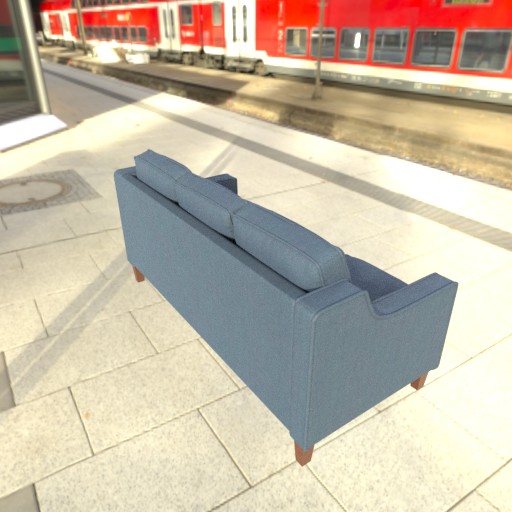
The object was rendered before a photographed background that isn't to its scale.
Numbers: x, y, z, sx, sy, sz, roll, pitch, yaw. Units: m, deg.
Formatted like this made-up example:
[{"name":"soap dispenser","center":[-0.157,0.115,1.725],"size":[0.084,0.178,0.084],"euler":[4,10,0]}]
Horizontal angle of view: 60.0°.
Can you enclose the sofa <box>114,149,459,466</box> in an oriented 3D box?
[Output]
[{"name":"sofa","center":[0.000,0.000,2.580],"size":[0.911,0.974,1.986],"euler":[-18,33,-30]}]
